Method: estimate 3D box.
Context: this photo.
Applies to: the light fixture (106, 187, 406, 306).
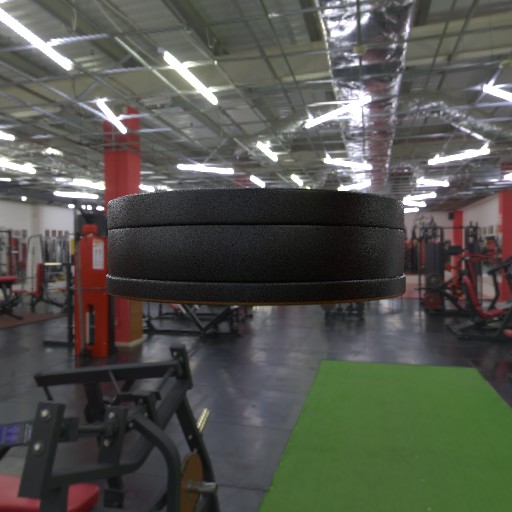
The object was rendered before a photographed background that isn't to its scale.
[{"bbox_3d":[0.000,0.000,0.442,0.283,0.097,0.283,0,1,0],"label":"light fixture"}]
